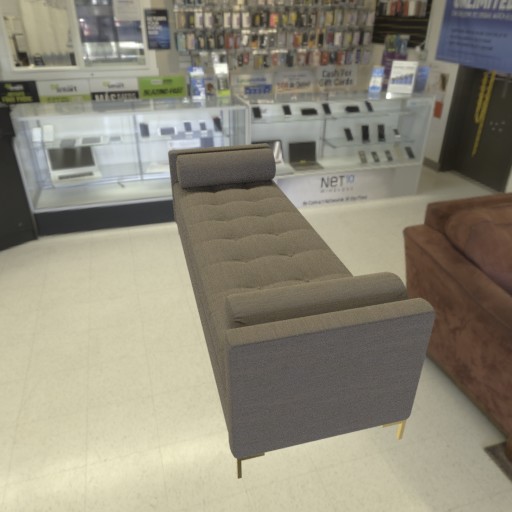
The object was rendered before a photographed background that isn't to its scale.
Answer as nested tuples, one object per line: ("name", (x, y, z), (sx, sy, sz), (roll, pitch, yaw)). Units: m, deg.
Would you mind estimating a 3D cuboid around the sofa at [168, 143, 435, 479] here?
("sofa", (0.000, 0.000, 2.312), (0.686, 0.635, 1.981), (-7, 31, -13))
